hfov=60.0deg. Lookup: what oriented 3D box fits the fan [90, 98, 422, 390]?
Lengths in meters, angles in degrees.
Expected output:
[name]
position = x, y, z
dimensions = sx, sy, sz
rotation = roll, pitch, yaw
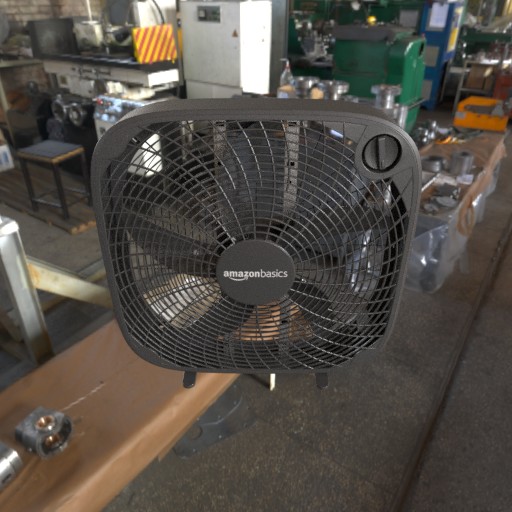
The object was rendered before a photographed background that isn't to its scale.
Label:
[fan]
position = 0.000, 0.000, 0.802
dimensions = 0.526, 0.533, 0.142
rotation = 0, 31, 1
